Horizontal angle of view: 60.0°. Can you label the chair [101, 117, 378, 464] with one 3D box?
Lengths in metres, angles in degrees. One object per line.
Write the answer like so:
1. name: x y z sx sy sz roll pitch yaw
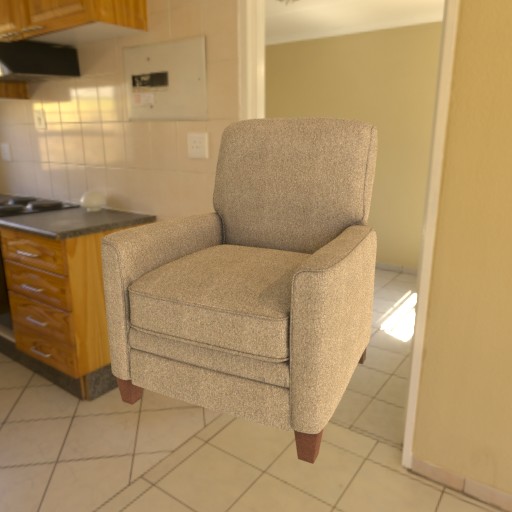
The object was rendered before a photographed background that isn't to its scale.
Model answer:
1. chair: 0.000 0.000 1.687 0.841 1.028 0.858 7 17 25
